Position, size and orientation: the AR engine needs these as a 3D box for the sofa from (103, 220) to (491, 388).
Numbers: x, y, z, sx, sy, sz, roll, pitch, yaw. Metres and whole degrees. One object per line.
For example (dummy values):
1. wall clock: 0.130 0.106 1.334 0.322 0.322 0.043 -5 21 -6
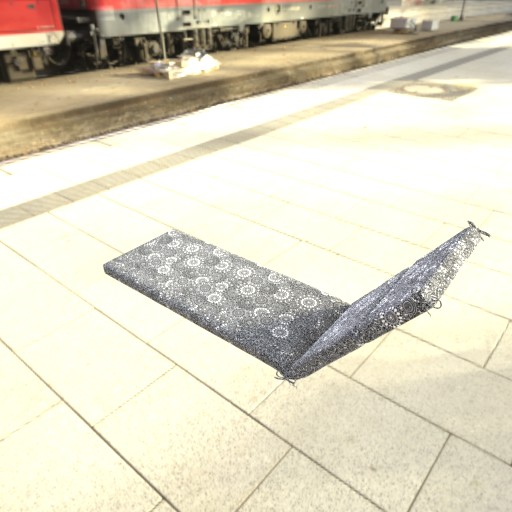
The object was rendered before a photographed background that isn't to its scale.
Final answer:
1. sofa: 0.000 0.000 1.939 1.663 0.622 0.582 22 38 32
